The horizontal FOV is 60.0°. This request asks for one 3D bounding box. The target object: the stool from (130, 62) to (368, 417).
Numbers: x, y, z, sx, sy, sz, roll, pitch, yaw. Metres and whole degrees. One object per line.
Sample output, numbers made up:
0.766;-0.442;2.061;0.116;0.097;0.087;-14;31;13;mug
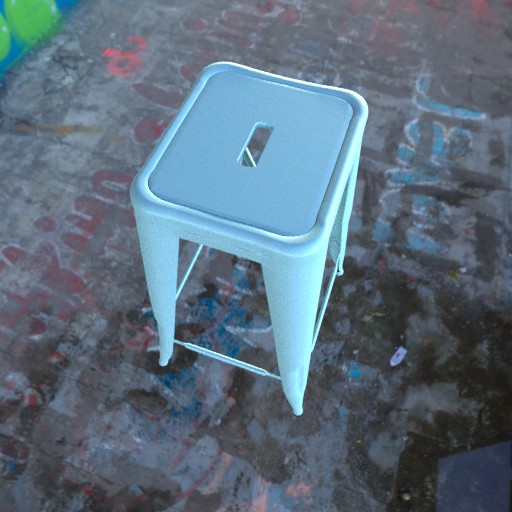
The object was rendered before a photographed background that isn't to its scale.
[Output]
0.000;0.000;0.851;0.359;0.609;0.399;17;62;9;stool
